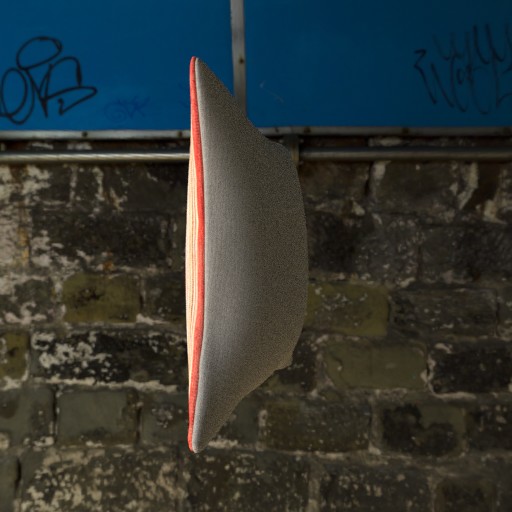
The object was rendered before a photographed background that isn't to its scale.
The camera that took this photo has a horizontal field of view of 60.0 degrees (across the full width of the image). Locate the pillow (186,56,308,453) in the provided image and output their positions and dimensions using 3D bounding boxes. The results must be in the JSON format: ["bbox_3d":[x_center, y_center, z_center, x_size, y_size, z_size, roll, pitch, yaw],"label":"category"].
[{"bbox_3d":[0.000,0.000,0.664,0.136,0.419,0.437,0,-1,18],"label":"pillow"}]
